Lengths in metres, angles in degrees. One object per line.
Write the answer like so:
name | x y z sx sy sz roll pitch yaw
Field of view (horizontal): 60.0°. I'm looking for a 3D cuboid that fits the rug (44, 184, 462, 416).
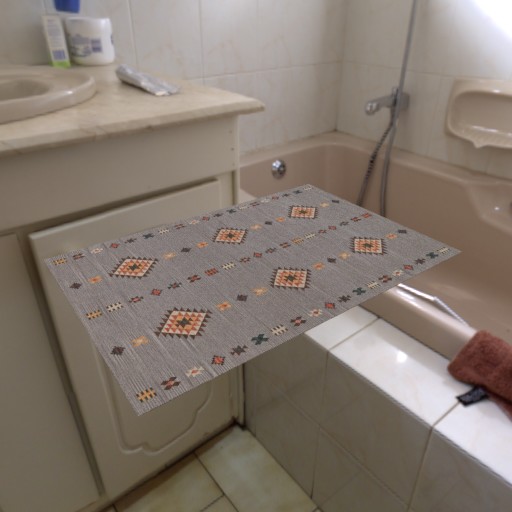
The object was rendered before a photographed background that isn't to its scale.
rug | 0.000 0.000 2.315 1.818 0.005 1.217 -20 36 -30
